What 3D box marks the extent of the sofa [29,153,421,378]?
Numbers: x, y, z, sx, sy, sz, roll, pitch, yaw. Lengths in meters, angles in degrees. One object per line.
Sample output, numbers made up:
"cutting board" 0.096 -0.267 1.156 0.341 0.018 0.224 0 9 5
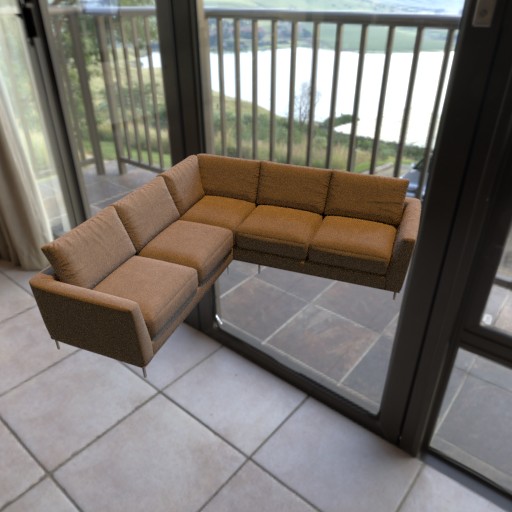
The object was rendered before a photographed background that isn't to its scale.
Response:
"sofa" 0.000 0.000 3.675 2.438 0.864 2.438 11 33 18
